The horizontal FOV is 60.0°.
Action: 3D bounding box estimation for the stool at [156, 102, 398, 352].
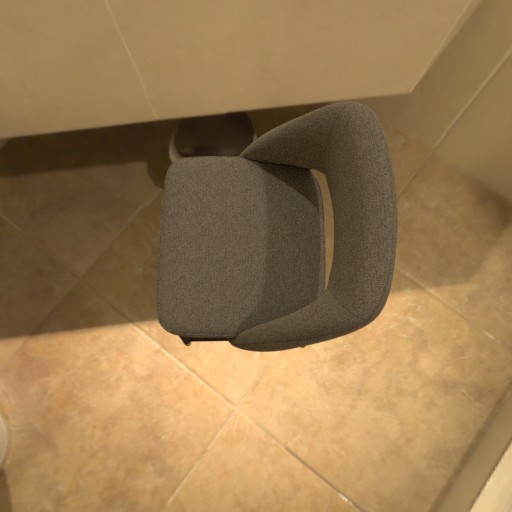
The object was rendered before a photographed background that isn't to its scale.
[{"bbox_3d":[0.000,0.000,1.246,0.524,0.925,0.536,1,76,0],"label":"stool"}]
